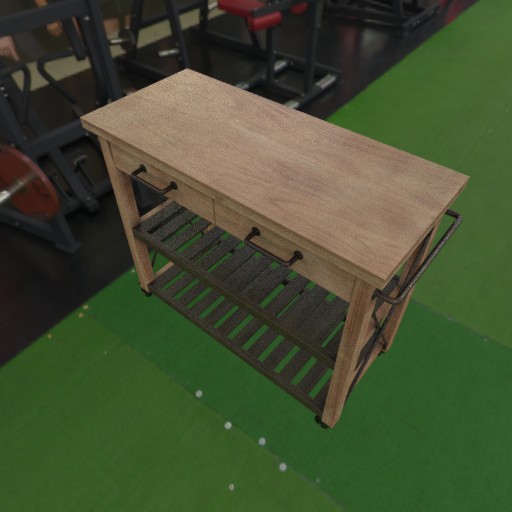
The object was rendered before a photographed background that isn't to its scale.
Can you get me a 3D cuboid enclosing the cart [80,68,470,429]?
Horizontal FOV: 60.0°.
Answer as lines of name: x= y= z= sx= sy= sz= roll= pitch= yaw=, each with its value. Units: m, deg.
cart: x=0.000 y=0.000 z=0.974 sx=0.686 sy=0.554 sz=0.298 roll=31 pitch=53 yaw=26
